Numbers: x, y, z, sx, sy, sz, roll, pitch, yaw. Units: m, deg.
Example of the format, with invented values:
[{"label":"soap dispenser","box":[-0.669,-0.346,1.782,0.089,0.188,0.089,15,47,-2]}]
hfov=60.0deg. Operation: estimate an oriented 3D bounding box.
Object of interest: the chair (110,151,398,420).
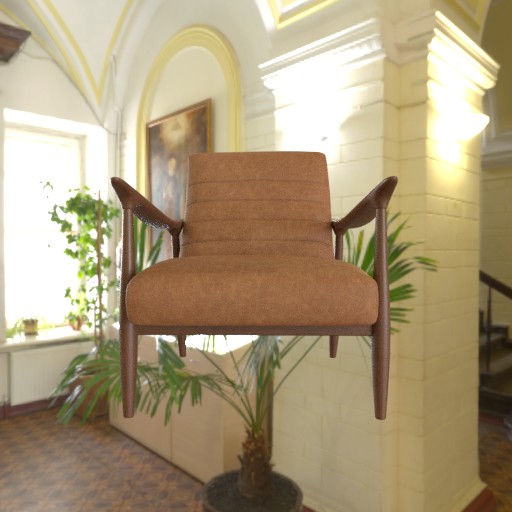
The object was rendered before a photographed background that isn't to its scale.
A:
[{"label":"chair","box":[0.000,0.000,1.444,0.741,0.832,0.798,0,1,1]}]
